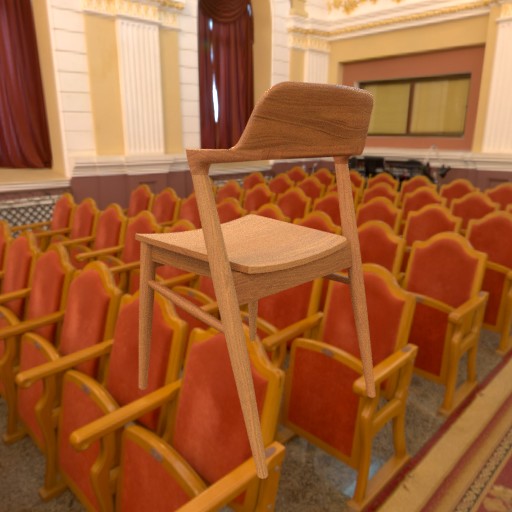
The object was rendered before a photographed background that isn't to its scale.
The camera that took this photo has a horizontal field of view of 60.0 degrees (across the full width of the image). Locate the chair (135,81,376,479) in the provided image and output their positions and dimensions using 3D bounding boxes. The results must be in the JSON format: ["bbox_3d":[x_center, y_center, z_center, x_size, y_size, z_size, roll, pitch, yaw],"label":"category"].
[{"bbox_3d":[0.000,0.000,1.143,0.512,0.792,0.499,-14,21,-42],"label":"chair"}]
